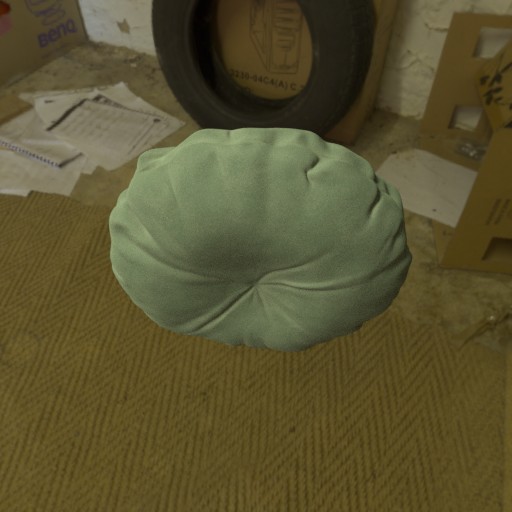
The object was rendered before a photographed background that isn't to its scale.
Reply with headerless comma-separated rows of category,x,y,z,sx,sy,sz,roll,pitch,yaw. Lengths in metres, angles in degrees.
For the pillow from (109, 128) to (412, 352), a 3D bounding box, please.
pillow,0.000,0.000,0.640,0.428,0.407,0.148,3,49,3
